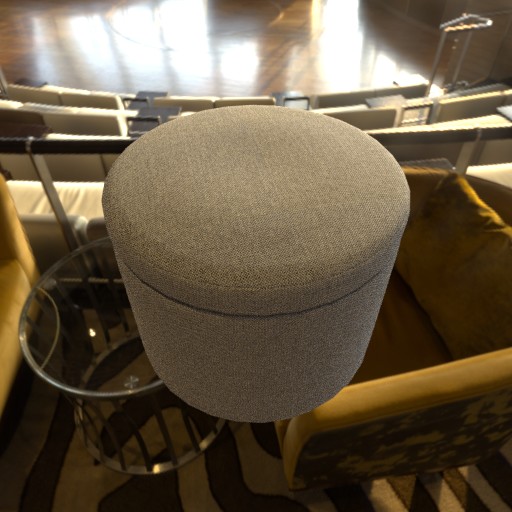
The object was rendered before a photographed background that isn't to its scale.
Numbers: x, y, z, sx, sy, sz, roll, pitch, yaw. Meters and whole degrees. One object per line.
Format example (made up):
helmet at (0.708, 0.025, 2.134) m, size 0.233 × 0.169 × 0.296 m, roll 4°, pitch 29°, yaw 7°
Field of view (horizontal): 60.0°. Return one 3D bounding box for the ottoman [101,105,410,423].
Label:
ottoman at (0.000, 0.000, 0.863) m, size 0.500 × 0.419 × 0.500 m, roll 0°, pitch 45°, yaw 0°
